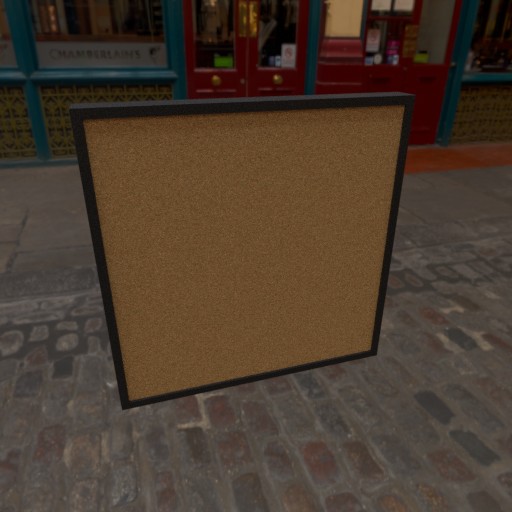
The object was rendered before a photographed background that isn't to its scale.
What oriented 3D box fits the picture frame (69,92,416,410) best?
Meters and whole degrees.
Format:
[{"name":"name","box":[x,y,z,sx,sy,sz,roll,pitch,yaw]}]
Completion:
[{"name":"picture frame","box":[0.000,0.000,0.472,0.317,0.317,0.030,-8,27,-16]}]
